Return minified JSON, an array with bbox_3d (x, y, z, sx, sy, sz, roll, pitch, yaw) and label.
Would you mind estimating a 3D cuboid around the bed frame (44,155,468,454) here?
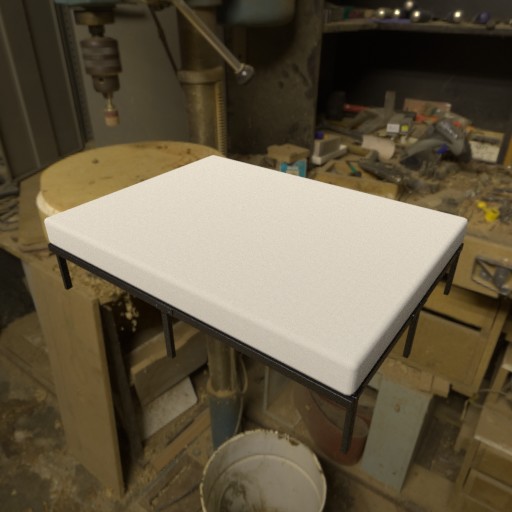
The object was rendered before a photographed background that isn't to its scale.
[{"bbox_3d":[0.000,0.000,3.551,2.635,0.680,1.990,21,36,31],"label":"bed frame"}]
